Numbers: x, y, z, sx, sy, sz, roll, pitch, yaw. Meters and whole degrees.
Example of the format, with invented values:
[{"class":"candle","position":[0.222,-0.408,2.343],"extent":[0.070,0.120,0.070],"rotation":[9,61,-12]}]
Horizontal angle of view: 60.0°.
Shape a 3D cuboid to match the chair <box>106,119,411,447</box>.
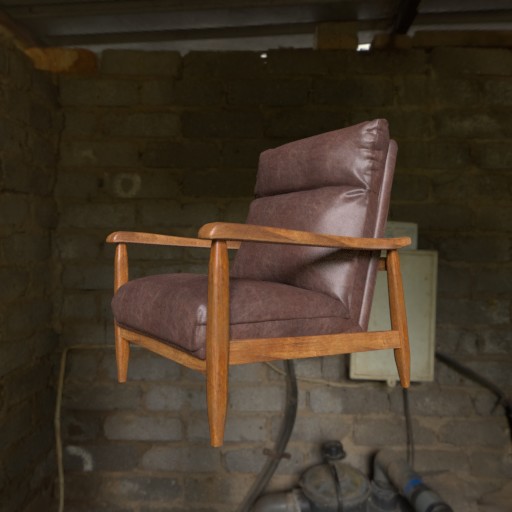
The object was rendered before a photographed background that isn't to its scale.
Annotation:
[{"class":"chair","position":[0.000,0.000,1.530],"extent":[0.830,0.897,0.782],"rotation":[-1,1,-37]}]
